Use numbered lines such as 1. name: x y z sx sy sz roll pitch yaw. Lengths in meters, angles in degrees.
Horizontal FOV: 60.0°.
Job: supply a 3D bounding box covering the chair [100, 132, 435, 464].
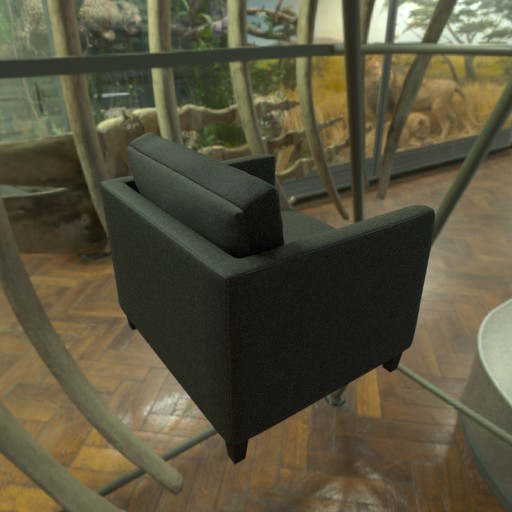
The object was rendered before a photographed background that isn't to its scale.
1. chair: 0.000 0.000 1.907 0.959 0.963 1.107 -17 31 -31
